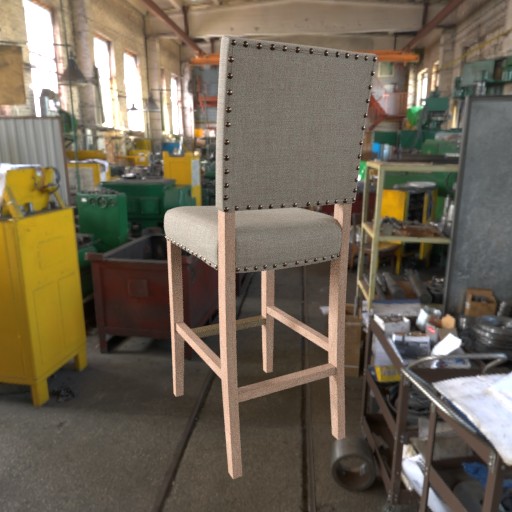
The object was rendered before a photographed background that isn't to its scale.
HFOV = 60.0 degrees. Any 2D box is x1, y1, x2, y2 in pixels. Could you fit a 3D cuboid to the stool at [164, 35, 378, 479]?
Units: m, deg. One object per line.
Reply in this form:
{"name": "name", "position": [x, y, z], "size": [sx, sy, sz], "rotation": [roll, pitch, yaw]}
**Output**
{"name": "stool", "position": [0.000, 0.000, 1.442], "size": [0.445, 1.173, 0.585], "rotation": [-7, 16, -27]}
